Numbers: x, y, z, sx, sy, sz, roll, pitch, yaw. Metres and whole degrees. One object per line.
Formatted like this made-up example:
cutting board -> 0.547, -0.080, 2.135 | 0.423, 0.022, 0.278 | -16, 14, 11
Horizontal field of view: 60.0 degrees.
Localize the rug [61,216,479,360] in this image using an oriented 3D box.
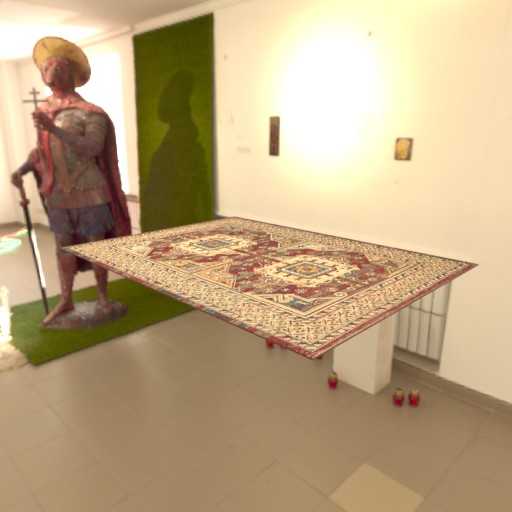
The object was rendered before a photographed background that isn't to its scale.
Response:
rug -> 0.000, 0.000, 4.199 | 3.197, 0.013, 2.381 | 15, 22, 43
